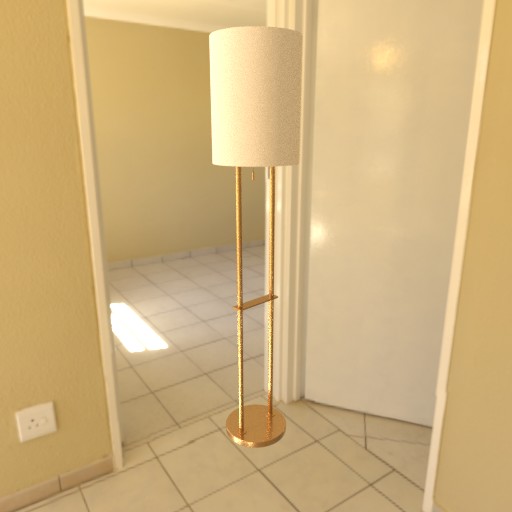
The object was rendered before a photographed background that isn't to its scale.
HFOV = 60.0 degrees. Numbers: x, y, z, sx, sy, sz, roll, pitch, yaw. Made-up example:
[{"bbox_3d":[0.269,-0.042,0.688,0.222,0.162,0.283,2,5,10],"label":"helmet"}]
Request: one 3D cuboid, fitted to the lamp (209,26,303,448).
[{"bbox_3d":[0.000,0.000,1.662,0.306,1.500,0.305,-14,21,-41],"label":"lamp"}]
